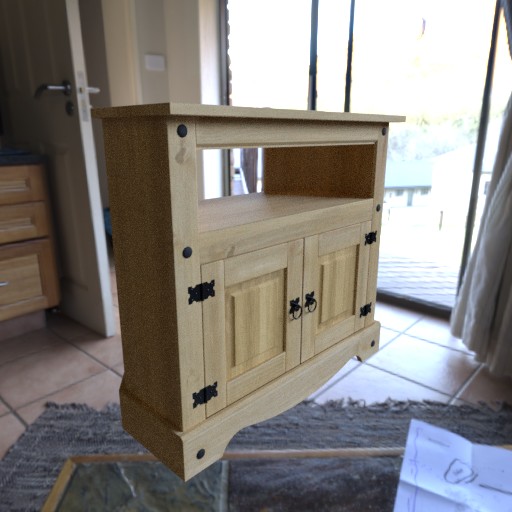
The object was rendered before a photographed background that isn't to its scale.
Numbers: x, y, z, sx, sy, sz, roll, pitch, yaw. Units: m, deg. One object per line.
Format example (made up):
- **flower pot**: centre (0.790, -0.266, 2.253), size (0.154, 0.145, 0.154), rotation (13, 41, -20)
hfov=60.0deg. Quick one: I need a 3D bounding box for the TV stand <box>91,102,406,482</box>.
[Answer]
- **TV stand**: centre (0.000, 0.000, 1.276), size (0.425, 0.781, 0.851), rotation (15, 21, 42)
